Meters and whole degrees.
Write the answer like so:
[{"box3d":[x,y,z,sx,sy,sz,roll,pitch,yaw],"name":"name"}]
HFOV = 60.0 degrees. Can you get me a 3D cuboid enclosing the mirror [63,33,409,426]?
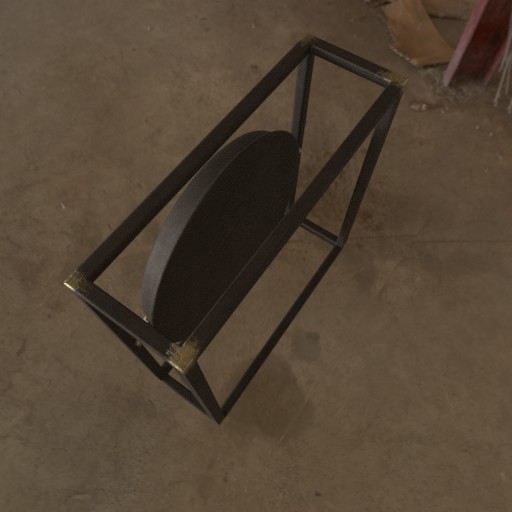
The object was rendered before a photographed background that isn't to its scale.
[{"box3d":[0.000,0.000,0.474,0.107,0.303,0.306,32,68,15],"name":"mirror"}]
